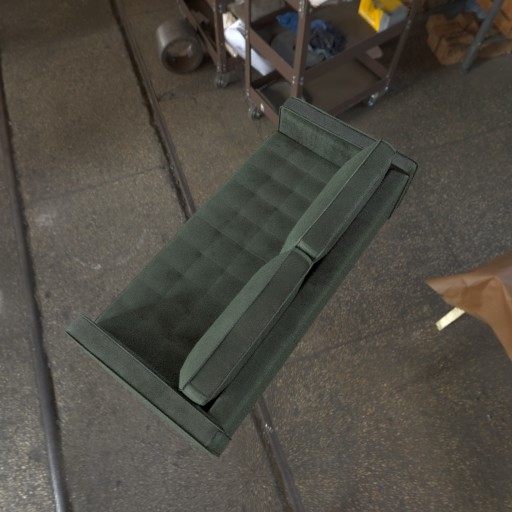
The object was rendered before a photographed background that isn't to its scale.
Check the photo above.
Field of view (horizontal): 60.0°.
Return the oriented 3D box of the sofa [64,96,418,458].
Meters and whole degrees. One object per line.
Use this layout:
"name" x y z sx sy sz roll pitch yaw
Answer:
"sofa" 0.000 0.000 2.358 0.886 0.781 1.816 34 68 15
